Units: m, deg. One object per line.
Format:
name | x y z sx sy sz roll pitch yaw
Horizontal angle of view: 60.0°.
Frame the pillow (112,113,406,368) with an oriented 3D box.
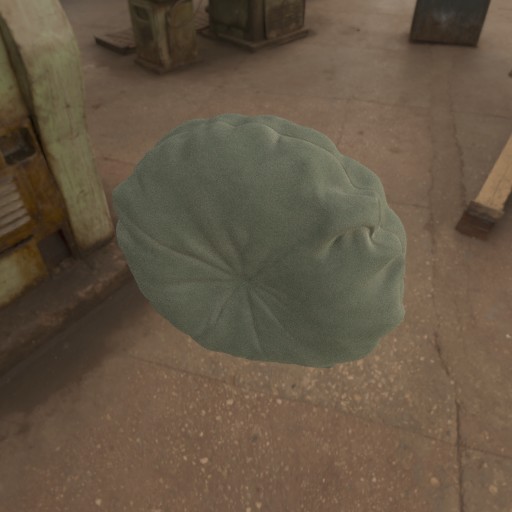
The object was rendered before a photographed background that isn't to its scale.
pillow | 0.000 0.000 0.636 0.428 0.407 0.148 13 44 14
